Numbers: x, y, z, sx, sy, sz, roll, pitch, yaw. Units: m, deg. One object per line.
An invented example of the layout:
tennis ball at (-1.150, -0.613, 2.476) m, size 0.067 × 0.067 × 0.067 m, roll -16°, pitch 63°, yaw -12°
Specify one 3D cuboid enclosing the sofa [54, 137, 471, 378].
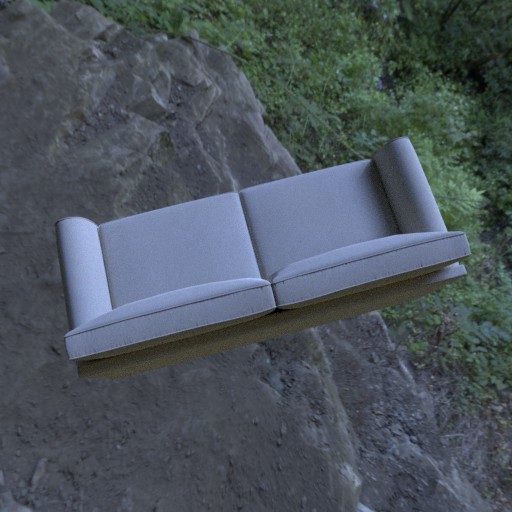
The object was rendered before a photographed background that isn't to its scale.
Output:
sofa at (0.000, 0.000, 2.574) m, size 2.146 × 0.962 × 0.901 m, roll -14°, pitch 75°, yaw -4°
